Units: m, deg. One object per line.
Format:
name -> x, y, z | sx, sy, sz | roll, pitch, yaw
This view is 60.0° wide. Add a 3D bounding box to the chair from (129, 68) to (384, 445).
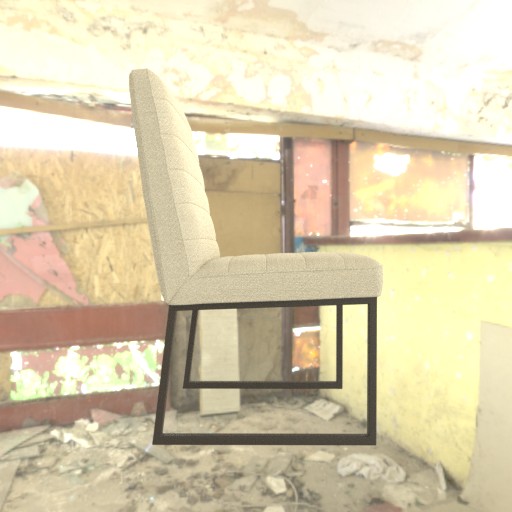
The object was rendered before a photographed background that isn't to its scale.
chair -> 0.000, 0.000, 1.320 | 0.634, 0.930, 0.520 | 0, 1, 0
